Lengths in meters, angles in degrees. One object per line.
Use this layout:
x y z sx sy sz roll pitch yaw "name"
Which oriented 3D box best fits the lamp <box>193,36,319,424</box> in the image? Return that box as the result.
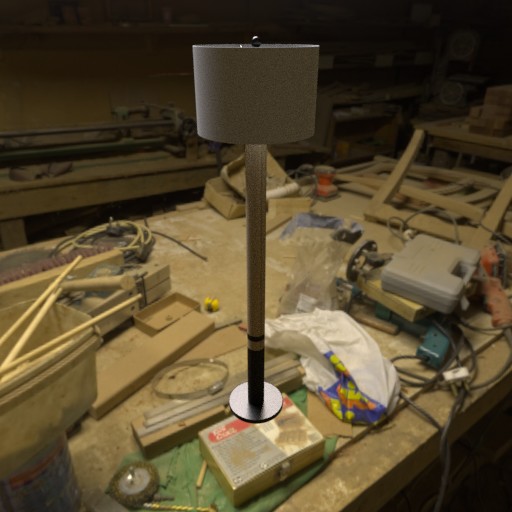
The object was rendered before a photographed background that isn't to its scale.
0.000 0.000 1.665 0.381 1.478 0.381 -18 32 -31 "lamp"
